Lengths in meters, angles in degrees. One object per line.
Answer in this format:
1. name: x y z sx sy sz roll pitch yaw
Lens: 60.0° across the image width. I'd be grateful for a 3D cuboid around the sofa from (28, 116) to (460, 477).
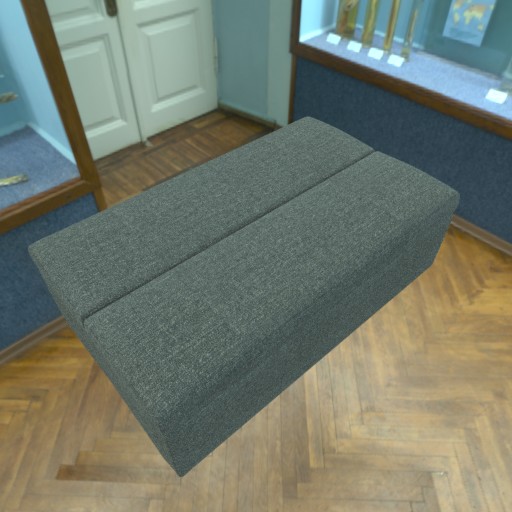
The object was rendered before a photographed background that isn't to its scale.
1. sofa: 0.000 0.000 1.543 1.198 0.417 0.782 -32 53 -28
